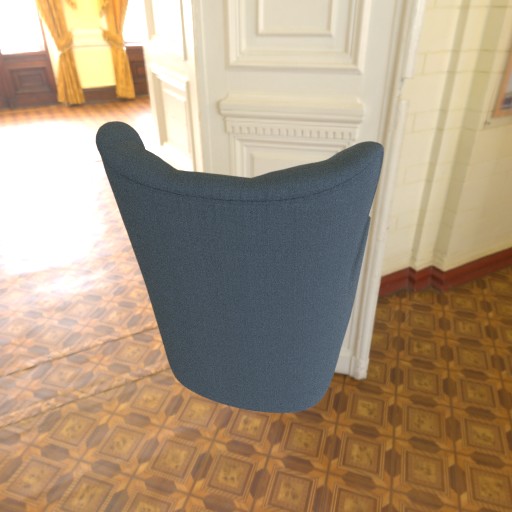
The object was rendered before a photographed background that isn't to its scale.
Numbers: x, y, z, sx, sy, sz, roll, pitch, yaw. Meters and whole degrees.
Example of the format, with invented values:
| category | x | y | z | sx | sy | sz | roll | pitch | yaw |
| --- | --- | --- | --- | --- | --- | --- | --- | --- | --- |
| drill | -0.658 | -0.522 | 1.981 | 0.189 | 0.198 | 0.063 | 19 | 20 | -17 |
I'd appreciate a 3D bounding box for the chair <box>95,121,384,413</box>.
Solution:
| category | x | y | z | sx | sy | sz | roll | pitch | yaw |
| --- | --- | --- | --- | --- | --- | --- | --- | --- | --- |
| chair | 0.000 | 0.000 | 1.704 | 0.831 | 1.079 | 0.930 | 9 | 32 | 14 |
